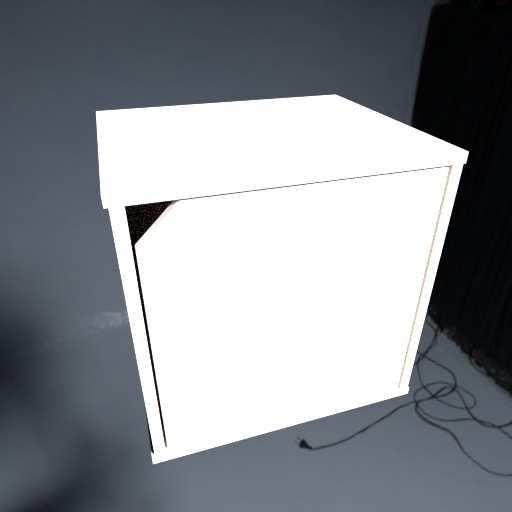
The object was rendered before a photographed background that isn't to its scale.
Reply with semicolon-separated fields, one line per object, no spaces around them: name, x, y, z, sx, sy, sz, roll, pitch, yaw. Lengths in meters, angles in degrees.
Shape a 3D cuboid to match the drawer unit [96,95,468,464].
drawer unit;0.000;0.000;0.600;0.349;0.344;0.290;-9;32;-15
